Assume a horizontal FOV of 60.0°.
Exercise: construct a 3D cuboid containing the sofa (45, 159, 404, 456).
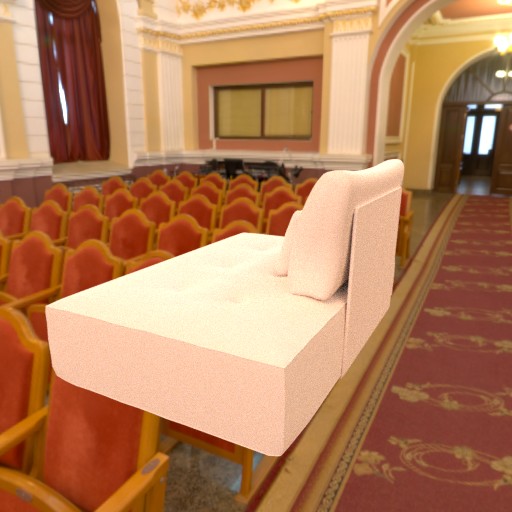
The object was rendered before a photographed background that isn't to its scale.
[{"bbox_3d":[0.000,0.000,2.000,1.000,0.820,1.450,8,17,27],"label":"sofa"}]
